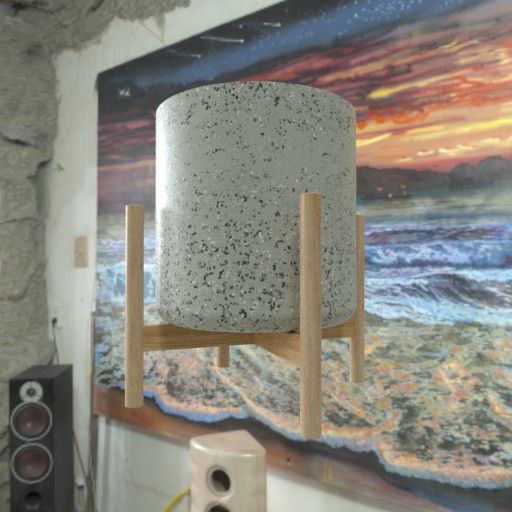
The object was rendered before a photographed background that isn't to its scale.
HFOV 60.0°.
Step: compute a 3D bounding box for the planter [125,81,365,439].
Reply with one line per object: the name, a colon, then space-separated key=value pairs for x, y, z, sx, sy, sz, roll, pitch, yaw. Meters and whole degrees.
planter: x=0.000 y=0.000 z=0.685 sx=0.360 sy=0.419 sz=0.360 roll=0 pitch=-1 yaw=2
